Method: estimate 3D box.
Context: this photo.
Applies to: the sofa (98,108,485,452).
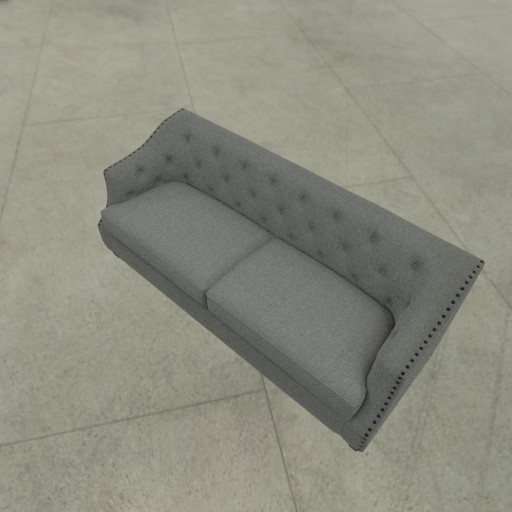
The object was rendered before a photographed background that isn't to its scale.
[{"bbox_3d":[0.000,0.000,2.745,2.235,0.901,0.914,33,56,27],"label":"sofa"}]
